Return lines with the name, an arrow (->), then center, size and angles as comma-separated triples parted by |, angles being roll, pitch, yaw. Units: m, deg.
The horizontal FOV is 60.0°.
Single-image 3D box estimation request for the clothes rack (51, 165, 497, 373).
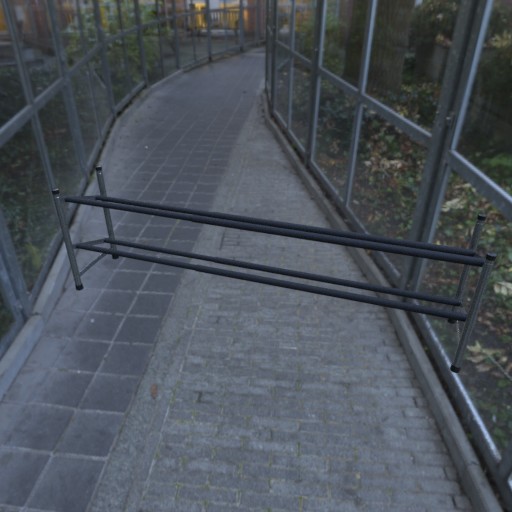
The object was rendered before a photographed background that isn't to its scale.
clothes rack -> 0.000, 0.000, 1.287 | 1.168, 0.349, 0.229 | 10, 32, 16
